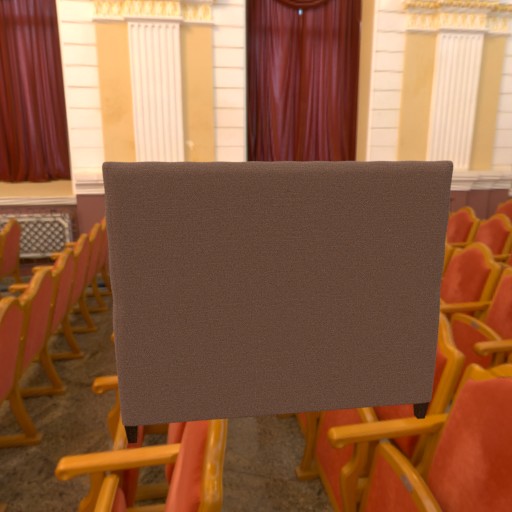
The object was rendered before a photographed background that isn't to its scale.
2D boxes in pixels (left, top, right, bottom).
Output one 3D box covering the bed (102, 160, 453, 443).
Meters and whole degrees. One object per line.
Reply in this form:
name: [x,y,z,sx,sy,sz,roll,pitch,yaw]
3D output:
bed: [0.000,0.000,3.282,1.696,1.426,2.233,-2,14,-8]
